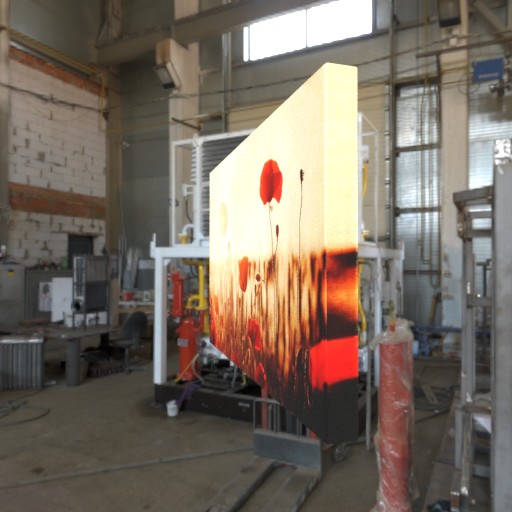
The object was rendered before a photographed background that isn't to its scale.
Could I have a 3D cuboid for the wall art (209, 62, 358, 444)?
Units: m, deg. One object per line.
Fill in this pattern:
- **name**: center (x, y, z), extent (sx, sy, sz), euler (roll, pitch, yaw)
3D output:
- **wall art**: center (0.000, 0.000, 0.763), extent (0.040, 0.402, 0.613), euler (0, -1, -17)
